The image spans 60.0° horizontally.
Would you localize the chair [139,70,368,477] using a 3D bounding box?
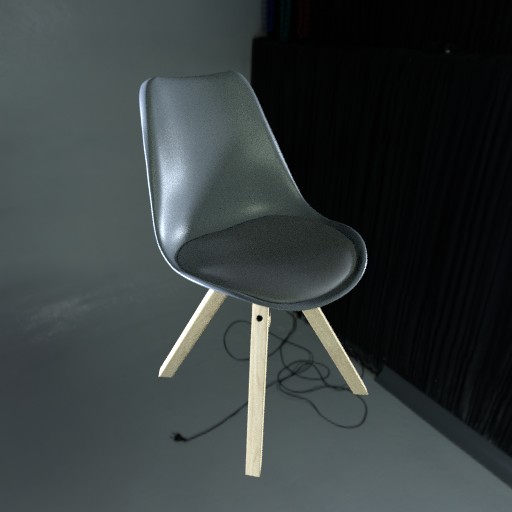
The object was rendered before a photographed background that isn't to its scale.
[{"bbox_3d":[0.000,0.000,1.160,0.485,0.850,0.550,-21,35,-34],"label":"chair"}]
